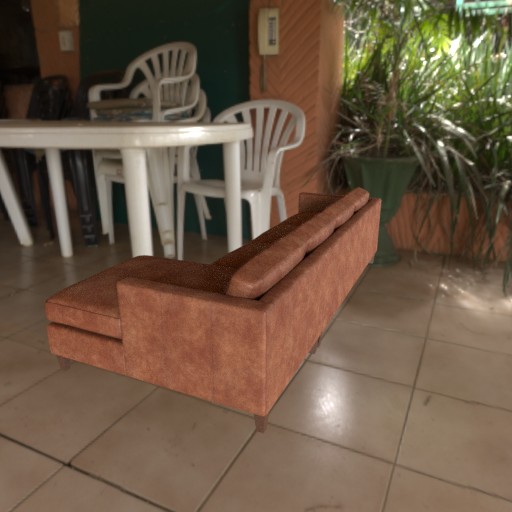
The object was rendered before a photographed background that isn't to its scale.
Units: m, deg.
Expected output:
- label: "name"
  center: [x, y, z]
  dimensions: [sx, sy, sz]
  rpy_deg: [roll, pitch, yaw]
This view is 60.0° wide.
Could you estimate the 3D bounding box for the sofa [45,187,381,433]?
- label: "sofa"
  center: [0.000, 0.000, 3.908]
  dimensions: [1.581, 0.883, 3.203]
  rpy_deg: [8, 20, 23]
